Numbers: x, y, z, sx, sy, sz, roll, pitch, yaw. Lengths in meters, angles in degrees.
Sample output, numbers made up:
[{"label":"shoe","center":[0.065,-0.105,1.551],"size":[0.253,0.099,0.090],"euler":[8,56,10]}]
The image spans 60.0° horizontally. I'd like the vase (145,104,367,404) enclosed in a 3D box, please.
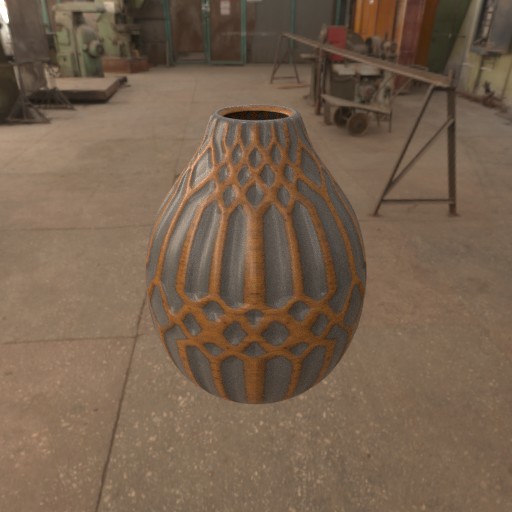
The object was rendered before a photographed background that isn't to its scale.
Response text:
[{"label":"vase","center":[0.000,0.000,0.139],"size":[0.069,0.088,0.069],"euler":[0,29,0]}]
